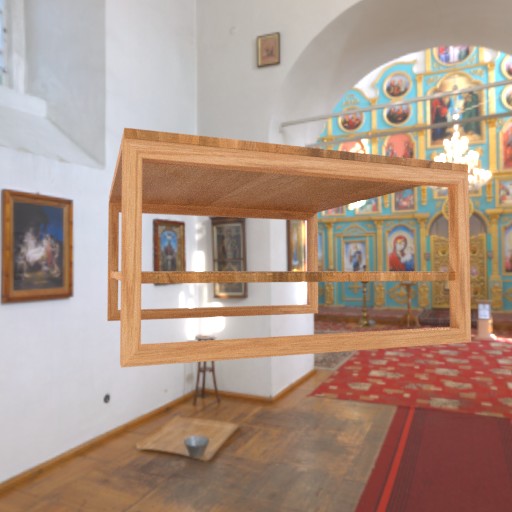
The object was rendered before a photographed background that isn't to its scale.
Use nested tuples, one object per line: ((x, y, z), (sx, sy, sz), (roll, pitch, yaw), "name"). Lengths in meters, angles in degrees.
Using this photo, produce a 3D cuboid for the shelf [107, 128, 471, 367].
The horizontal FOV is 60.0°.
((0.000, 0.000, 1.461), (0.899, 0.480, 0.899), (1, -2, -20), "shelf")
